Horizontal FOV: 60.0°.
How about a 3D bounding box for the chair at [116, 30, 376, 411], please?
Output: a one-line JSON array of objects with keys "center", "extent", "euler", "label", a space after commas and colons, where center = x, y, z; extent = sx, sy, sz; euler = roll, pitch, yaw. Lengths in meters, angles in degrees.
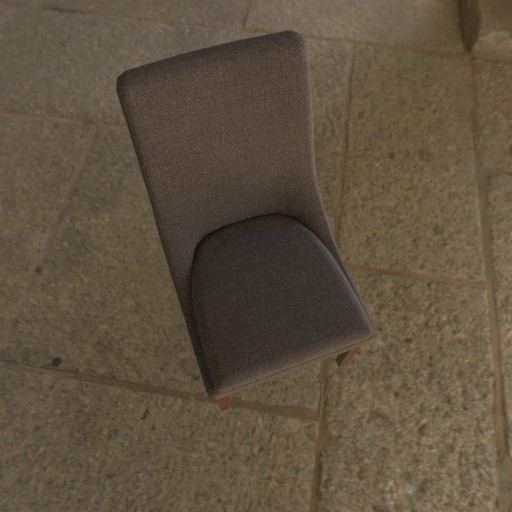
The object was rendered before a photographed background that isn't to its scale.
[{"center": [0.000, 0.000, 1.302], "extent": [0.508, 0.952, 0.655], "euler": [-18, 65, -9], "label": "chair"}]
